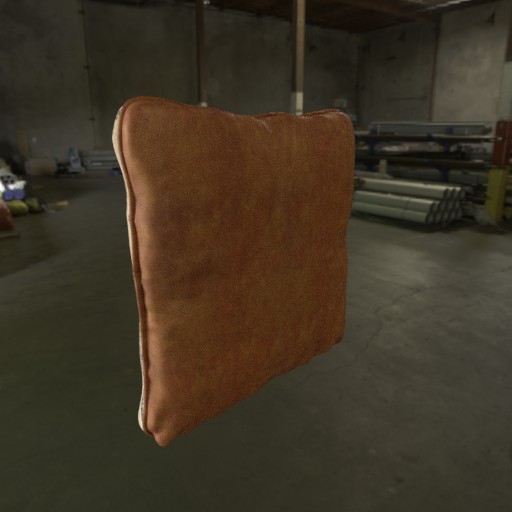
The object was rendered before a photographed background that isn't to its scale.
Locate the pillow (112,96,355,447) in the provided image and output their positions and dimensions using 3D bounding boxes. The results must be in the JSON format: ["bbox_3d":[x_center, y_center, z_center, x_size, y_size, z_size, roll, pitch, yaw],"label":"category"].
[{"bbox_3d":[0.000,0.000,0.753,0.130,0.490,0.489,15,21,42],"label":"pillow"}]
